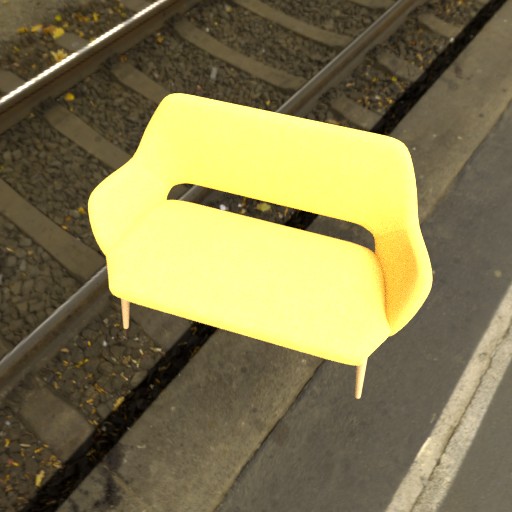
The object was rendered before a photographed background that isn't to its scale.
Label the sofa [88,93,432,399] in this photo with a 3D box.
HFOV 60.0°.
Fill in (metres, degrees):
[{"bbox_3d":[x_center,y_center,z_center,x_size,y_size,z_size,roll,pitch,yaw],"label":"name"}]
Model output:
[{"bbox_3d":[0.000,0.000,1.636,1.150,0.840,0.610,15,60,9],"label":"sofa"}]
